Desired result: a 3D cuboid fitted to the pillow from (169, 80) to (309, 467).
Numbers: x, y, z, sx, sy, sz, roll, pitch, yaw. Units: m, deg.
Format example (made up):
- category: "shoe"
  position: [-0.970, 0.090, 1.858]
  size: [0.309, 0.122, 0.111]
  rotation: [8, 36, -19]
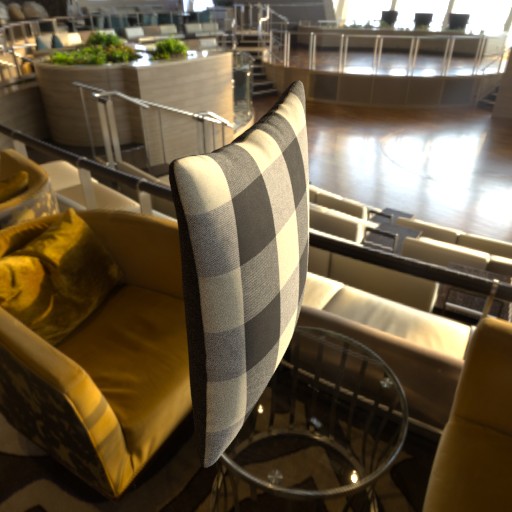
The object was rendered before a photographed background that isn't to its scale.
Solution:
- category: "pillow"
  position: [0.000, 0.000, 0.784]
  size: [0.161, 0.509, 0.511]
  rotation: [10, 32, 16]
